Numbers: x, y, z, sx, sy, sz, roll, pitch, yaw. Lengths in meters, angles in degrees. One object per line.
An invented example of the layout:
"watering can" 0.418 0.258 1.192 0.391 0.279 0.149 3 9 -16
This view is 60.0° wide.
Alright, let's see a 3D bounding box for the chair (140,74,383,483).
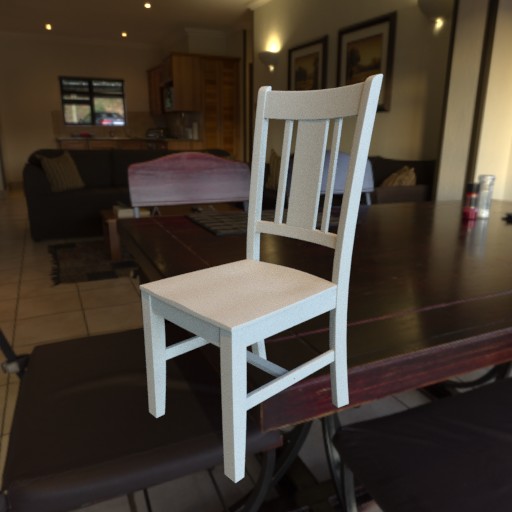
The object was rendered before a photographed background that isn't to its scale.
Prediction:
"chair" 0.000 0.000 1.298 0.555 0.998 0.450 -14 21 -42
